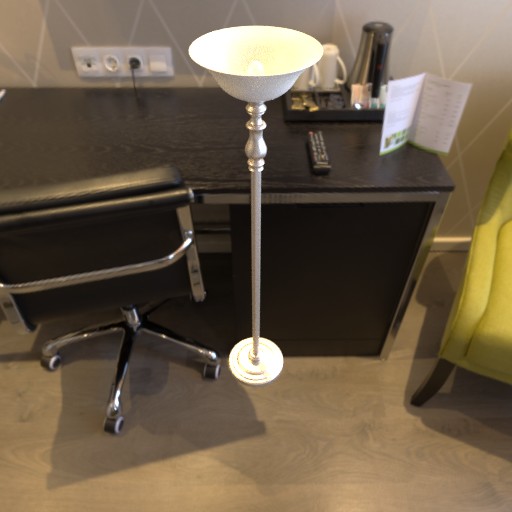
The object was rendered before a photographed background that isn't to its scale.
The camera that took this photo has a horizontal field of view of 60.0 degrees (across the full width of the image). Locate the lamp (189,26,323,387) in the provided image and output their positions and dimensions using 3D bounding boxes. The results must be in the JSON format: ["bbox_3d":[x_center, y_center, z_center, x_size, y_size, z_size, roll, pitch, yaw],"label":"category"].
[{"bbox_3d":[0.000,0.000,1.965,0.405,1.771,0.405,-23,49,-21],"label":"lamp"}]
